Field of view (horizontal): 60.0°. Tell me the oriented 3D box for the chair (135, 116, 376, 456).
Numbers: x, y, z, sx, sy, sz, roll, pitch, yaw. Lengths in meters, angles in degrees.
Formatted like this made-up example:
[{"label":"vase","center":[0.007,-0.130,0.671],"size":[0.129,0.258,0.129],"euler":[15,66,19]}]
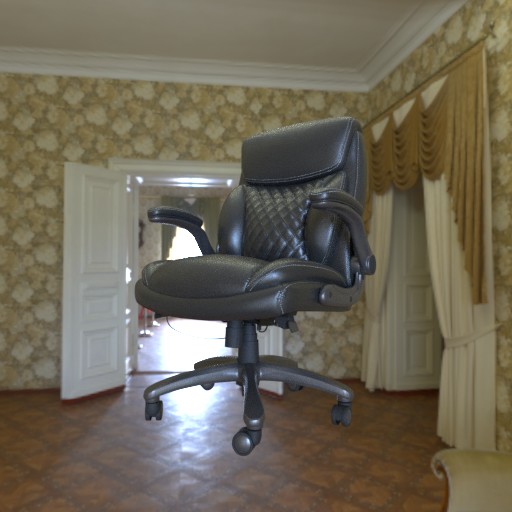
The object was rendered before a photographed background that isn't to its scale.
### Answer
[{"label":"chair","center":[0.000,0.000,1.610],"size":[0.782,1.110,0.724],"euler":[-1,-1,36]}]
